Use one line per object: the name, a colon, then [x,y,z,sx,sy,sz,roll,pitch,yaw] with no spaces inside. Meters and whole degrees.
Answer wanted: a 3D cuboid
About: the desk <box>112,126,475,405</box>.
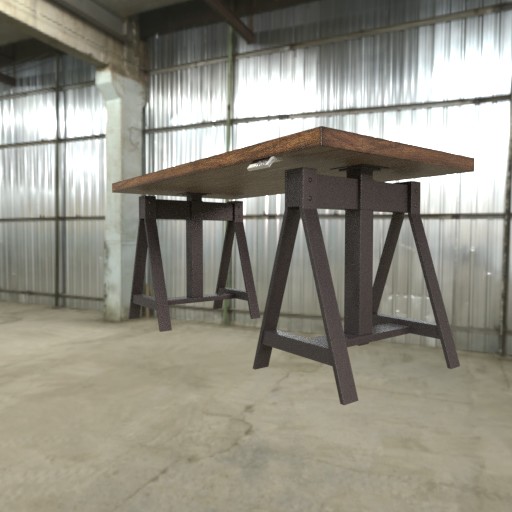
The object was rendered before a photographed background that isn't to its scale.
desk: [0.000,0.000,1.951,0.784,0.725,1.543,-2,3,-37]
